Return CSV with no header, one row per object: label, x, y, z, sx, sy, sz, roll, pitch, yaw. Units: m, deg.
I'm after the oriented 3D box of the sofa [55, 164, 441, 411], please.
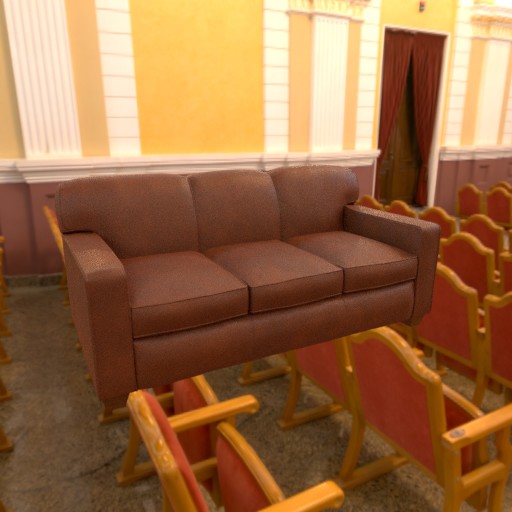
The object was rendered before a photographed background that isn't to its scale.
sofa,0.000,0.000,2.607,2.039,0.953,1.008,-8,18,-27
